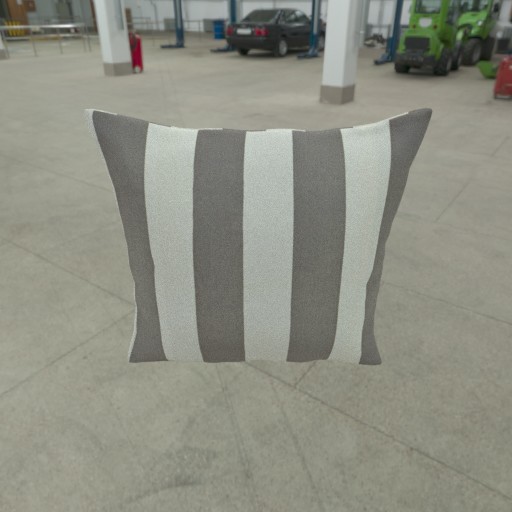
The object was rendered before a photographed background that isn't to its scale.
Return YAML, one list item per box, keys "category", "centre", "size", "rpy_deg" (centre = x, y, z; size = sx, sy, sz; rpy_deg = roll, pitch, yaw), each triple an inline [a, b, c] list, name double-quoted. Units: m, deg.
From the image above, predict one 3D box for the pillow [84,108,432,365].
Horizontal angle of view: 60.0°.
- category: "pillow"
  centre: [0.000, 0.000, 0.784]
  size: [0.522, 0.507, 0.192]
  rpy_deg: [0, 30, 0]
